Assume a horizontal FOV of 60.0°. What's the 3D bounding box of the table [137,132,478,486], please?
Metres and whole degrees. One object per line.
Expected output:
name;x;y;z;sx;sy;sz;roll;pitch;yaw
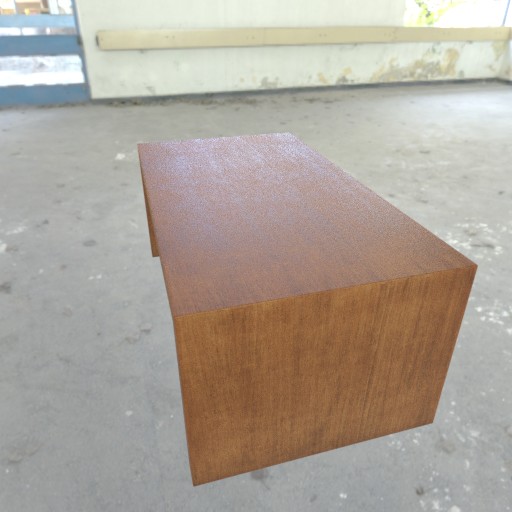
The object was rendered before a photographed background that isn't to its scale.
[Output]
table;0.000;0.000;1.256;0.549;0.419;1.000;-8;31;-14
